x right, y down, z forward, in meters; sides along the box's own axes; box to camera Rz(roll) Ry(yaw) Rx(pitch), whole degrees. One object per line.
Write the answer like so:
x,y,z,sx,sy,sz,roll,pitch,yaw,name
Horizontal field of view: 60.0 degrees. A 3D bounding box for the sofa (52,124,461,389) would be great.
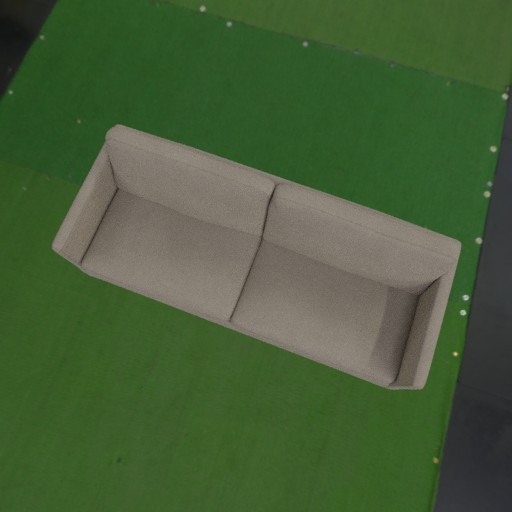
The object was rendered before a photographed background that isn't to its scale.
0.000,0.000,2.973,2.404,0.912,0.988,20,75,6,sofa
